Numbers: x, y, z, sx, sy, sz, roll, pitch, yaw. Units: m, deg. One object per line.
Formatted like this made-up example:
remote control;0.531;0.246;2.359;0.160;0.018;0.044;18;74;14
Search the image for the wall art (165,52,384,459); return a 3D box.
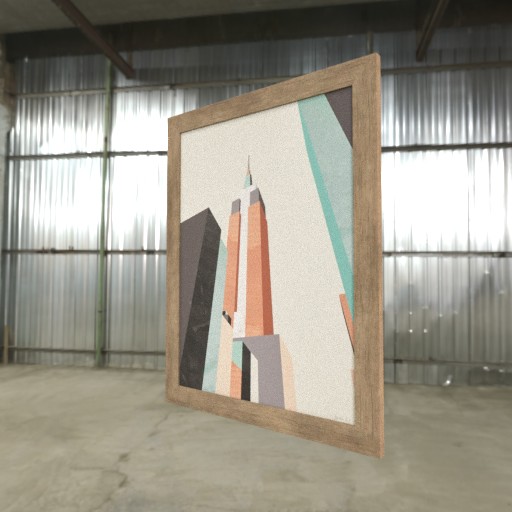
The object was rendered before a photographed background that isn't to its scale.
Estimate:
wall art;0.000;0.000;0.916;0.534;0.686;0.018;-2;-3;38
